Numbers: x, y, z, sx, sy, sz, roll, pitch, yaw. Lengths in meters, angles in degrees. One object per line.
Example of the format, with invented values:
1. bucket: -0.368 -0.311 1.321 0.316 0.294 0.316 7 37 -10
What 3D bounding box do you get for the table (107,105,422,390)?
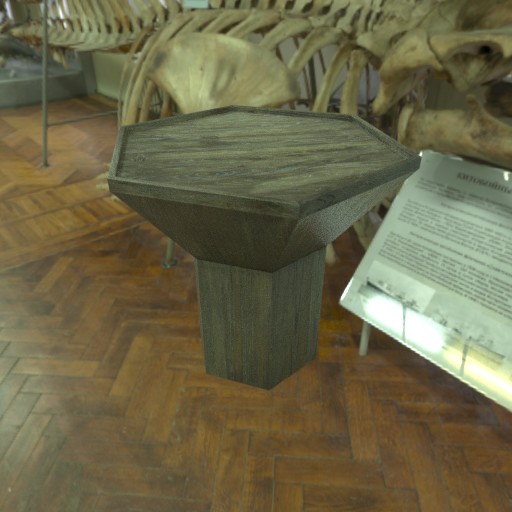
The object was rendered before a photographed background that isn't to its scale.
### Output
1. table: 0.000 0.000 1.111 0.683 0.586 0.592 10 33 16
